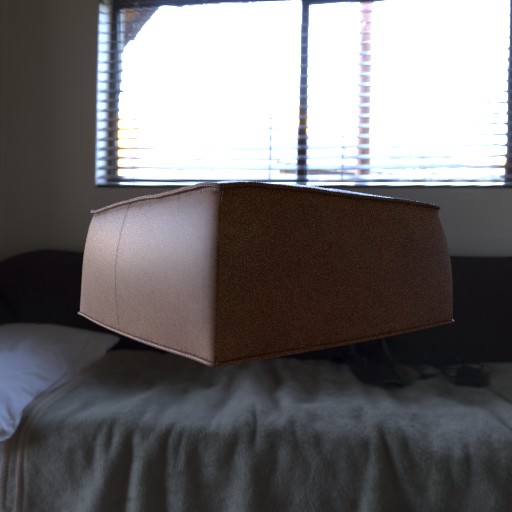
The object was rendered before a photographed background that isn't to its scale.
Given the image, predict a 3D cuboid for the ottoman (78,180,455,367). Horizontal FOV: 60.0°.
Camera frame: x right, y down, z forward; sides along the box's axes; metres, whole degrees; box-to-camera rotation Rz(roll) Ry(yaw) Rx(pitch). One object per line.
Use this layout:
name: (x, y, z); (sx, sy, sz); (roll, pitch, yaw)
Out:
ottoman: (0.000, 0.000, 1.402); (0.901, 0.395, 0.902); (-1, 1, -37)
